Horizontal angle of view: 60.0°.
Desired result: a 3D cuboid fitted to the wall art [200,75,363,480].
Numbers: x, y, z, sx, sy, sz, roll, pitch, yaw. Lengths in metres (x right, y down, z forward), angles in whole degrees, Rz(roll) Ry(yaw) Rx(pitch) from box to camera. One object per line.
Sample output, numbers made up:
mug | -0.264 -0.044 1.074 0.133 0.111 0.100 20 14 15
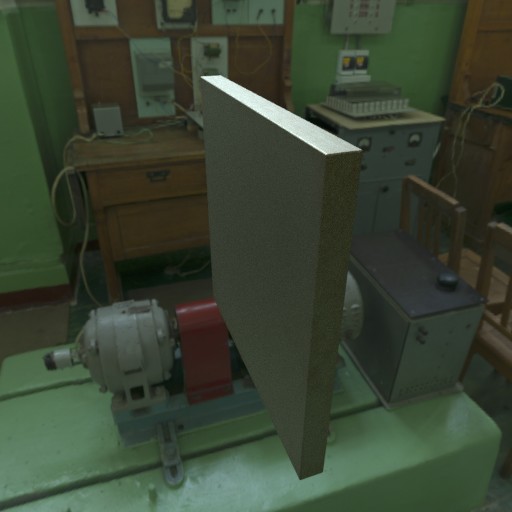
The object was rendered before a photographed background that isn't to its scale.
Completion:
wall art | 0.000 0.000 0.755 0.040 0.506 0.503 -10 32 -17
